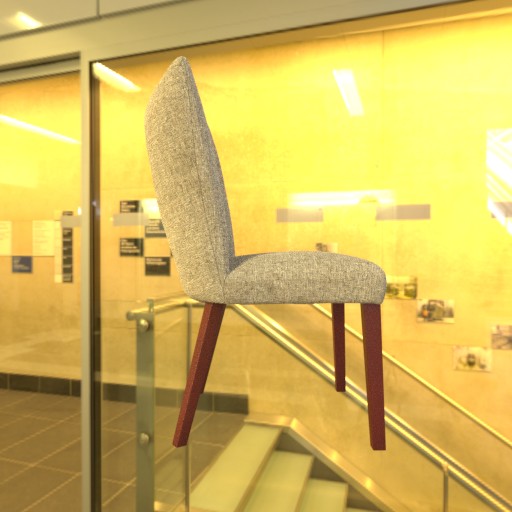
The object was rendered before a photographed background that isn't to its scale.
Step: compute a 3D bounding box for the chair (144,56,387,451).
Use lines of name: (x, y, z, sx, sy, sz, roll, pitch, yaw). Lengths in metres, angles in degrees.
chair: (0.000, 0.000, 1.282, 0.623, 0.924, 0.535, 0, 1, -1)
